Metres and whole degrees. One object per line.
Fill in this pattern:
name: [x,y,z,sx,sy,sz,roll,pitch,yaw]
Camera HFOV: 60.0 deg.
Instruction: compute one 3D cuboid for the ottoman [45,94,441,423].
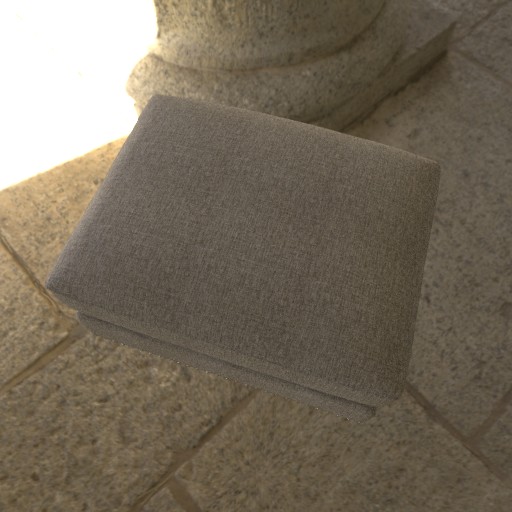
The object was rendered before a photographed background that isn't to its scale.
ottoman: [0.000,0.000,1.123,0.741,0.513,0.584,16,65,8]
